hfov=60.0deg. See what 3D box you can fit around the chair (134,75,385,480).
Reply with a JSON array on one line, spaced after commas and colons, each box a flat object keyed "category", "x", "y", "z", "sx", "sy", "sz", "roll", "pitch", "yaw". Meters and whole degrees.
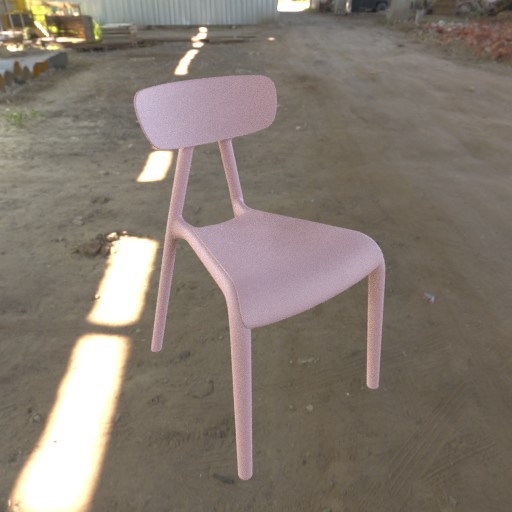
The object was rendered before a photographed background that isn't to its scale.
[{"category": "chair", "x": 0.000, "y": 0.000, "z": 0.832, "sx": 0.356, "sy": 0.580, "sz": 0.401, "roll": -21, "pitch": 37, "yaw": -31}]
